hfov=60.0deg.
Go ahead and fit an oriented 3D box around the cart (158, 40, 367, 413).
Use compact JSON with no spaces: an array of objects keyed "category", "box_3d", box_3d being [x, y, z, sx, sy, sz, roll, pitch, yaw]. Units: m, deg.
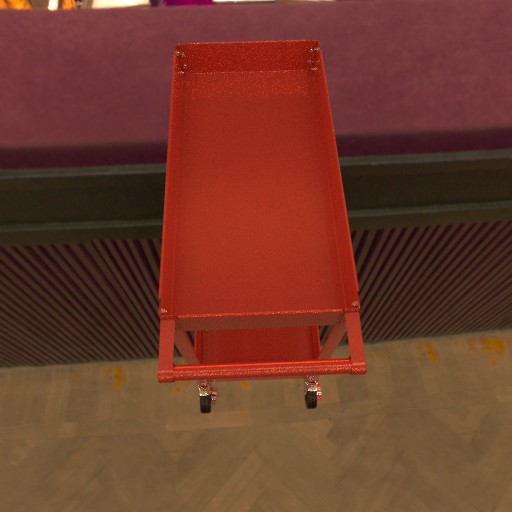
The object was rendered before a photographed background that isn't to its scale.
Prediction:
[{"category":"cart","box_3d":[0.000,0.000,1.183,0.366,0.719,0.779,-2,63,-1]}]
